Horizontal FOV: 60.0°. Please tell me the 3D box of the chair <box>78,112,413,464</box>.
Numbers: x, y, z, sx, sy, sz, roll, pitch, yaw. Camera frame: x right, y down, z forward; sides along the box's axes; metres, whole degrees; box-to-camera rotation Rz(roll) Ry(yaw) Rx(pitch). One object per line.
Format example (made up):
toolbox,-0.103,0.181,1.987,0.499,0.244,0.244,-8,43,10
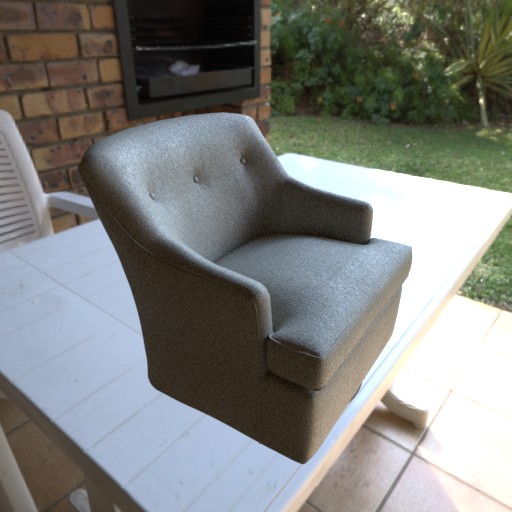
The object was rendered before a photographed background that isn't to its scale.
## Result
chair,0.000,0.000,1.582,0.923,0.856,0.864,17,32,30
